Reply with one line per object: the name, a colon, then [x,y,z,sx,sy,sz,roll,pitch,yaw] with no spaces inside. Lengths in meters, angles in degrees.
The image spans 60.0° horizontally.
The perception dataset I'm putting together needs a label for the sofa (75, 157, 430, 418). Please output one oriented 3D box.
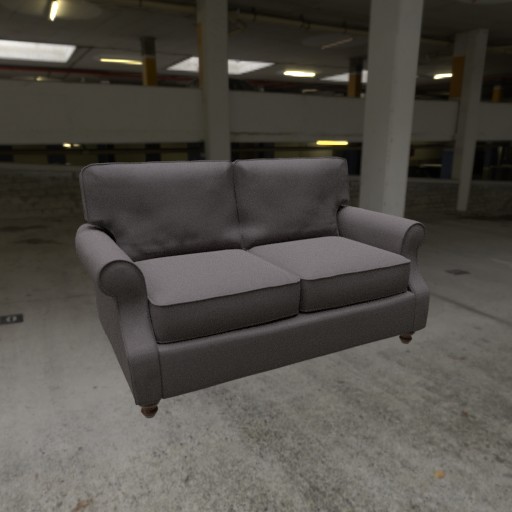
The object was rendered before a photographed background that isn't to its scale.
sofa: [0.000,0.000,2.259,1.665,0.937,0.964,-8,17,-27]
